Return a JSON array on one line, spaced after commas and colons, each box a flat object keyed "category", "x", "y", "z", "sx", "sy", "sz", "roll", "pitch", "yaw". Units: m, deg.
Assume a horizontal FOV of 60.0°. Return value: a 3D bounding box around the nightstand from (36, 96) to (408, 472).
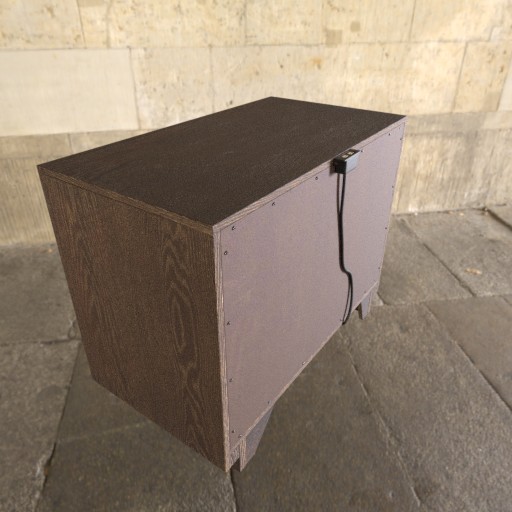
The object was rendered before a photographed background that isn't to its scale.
[{"category": "nightstand", "x": 0.000, "y": 0.000, "z": 1.134, "sx": 0.457, "sy": 0.612, "sz": 0.775, "roll": 20, "pitch": 36, "yaw": 30}]
